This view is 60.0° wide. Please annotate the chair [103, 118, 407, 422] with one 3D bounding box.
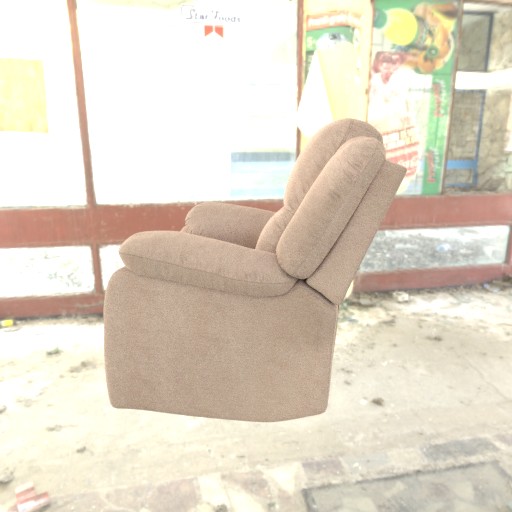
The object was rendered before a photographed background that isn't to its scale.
[{"bbox_3d":[0.000,0.000,1.708,0.944,1.008,0.899,2,15,9],"label":"chair"}]
